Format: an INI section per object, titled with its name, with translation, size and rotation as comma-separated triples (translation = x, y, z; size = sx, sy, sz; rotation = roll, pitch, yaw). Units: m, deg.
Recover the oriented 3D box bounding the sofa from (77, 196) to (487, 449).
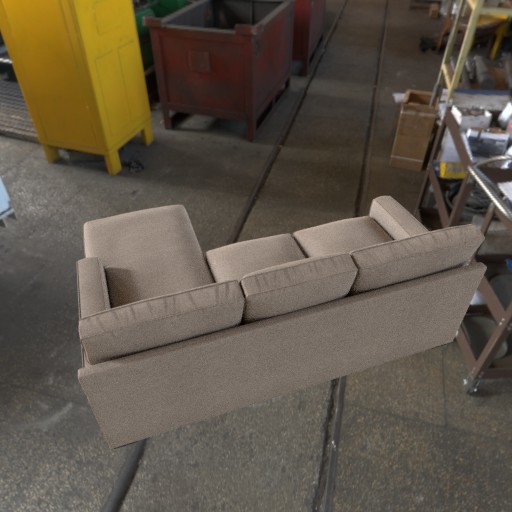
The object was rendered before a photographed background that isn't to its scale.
[sofa]
translation = 0.000, 0.000, 2.771
size = 2.087, 0.861, 1.496
rotation = -13, 43, -14
